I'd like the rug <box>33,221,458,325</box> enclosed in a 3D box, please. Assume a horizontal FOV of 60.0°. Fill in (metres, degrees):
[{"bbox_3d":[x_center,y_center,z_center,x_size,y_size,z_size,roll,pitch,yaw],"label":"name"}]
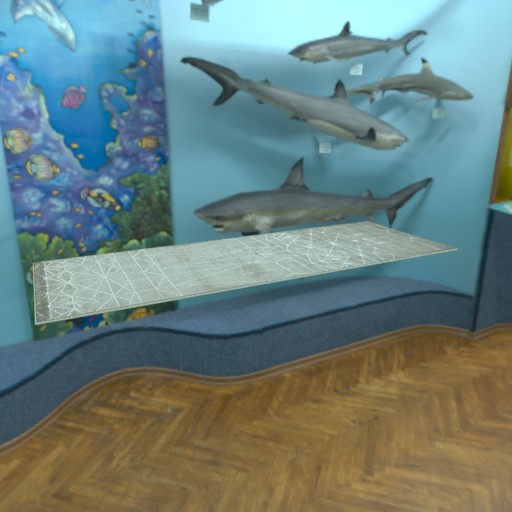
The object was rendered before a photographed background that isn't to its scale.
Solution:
[{"bbox_3d":[0.000,0.000,2.640,2.388,0.012,0.864,-8,19,-25],"label":"rug"}]
